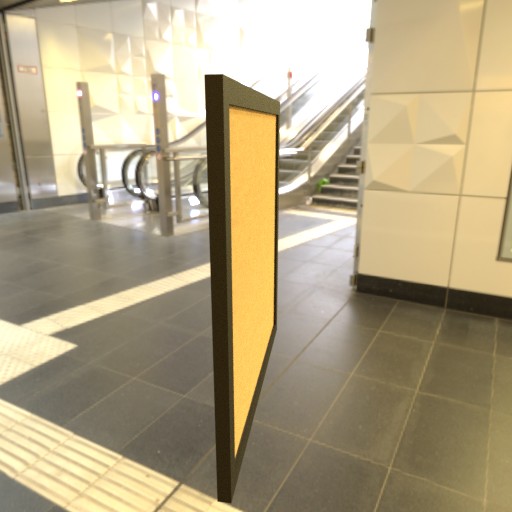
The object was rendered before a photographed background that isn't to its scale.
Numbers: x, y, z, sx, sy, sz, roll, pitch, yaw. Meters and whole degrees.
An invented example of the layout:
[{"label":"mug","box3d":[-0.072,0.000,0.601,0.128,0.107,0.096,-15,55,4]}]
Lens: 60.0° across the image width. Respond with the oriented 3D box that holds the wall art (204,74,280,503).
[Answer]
[{"label":"wall art","box3d":[0.000,0.000,0.514,0.013,0.356,0.356,3,16,9]}]
